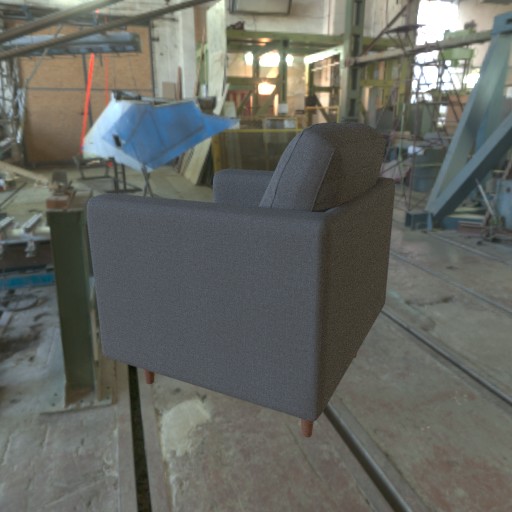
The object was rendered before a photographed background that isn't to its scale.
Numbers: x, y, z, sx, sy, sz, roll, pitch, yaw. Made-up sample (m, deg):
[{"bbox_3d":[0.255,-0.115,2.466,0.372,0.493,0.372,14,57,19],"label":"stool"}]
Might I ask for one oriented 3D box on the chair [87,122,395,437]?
[{"bbox_3d":[0.000,0.000,1.596,0.800,0.927,0.854,9,20,26],"label":"chair"}]
